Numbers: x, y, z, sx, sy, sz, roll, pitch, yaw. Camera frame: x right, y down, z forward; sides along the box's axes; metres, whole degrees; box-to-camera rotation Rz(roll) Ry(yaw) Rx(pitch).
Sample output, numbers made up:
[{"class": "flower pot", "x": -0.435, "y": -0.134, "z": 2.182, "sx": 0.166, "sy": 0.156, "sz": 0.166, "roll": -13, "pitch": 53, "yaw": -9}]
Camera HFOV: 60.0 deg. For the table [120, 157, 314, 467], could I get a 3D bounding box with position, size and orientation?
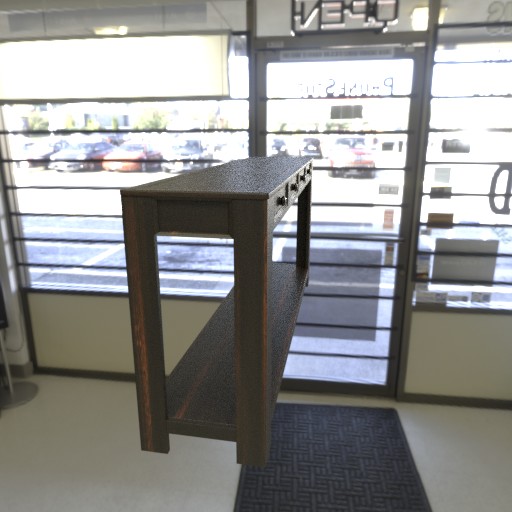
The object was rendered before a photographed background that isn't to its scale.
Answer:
[{"class": "table", "x": 0.000, "y": 0.000, "z": 1.934, "sx": 0.384, "sy": 0.762, "sz": 1.631, "roll": 3, "pitch": 16, "yaw": 10}]
